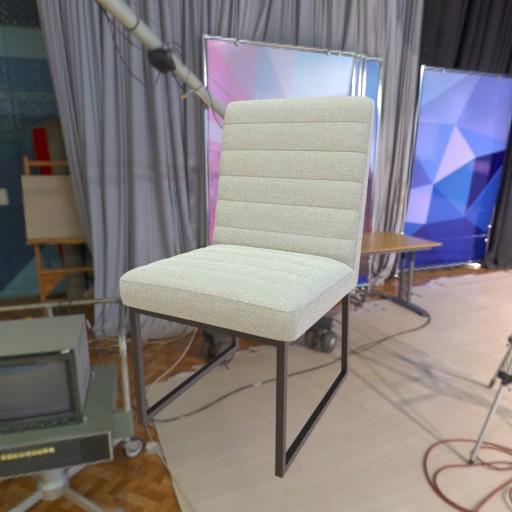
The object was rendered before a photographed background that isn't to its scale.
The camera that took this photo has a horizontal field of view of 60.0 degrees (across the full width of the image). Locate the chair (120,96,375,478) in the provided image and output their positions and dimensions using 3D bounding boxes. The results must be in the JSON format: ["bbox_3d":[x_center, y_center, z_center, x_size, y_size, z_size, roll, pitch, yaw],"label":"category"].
[{"bbox_3d":[0.000,0.000,1.325,0.520,0.930,0.634,8,17,27],"label":"chair"}]
